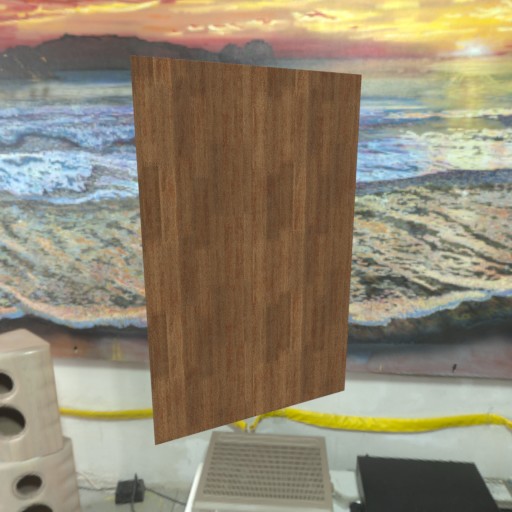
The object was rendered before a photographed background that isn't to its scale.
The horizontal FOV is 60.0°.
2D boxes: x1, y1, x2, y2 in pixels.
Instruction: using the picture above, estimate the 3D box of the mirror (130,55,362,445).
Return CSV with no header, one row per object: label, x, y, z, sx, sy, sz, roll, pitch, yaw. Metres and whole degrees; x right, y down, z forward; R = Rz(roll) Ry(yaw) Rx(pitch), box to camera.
mirror,0.000,0.000,1.275,0.651,1.010,0.047,-7,16,-25
